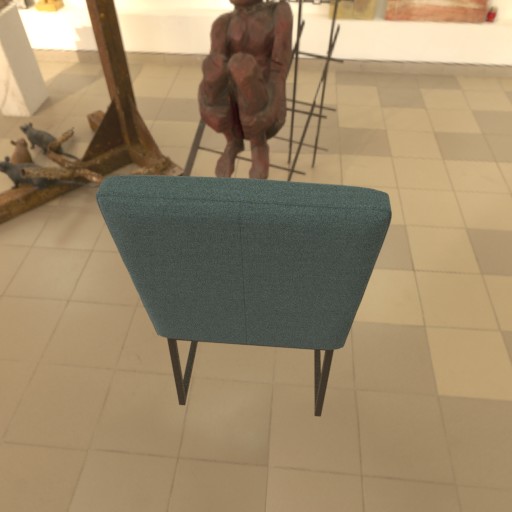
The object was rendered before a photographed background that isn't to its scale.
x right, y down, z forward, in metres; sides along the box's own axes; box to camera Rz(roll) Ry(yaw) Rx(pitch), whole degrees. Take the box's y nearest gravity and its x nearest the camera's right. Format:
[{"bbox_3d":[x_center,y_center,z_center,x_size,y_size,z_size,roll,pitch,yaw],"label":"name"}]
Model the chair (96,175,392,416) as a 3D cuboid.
[{"bbox_3d":[0.000,0.000,1.275,0.520,0.930,0.634,4,47,3],"label":"chair"}]
